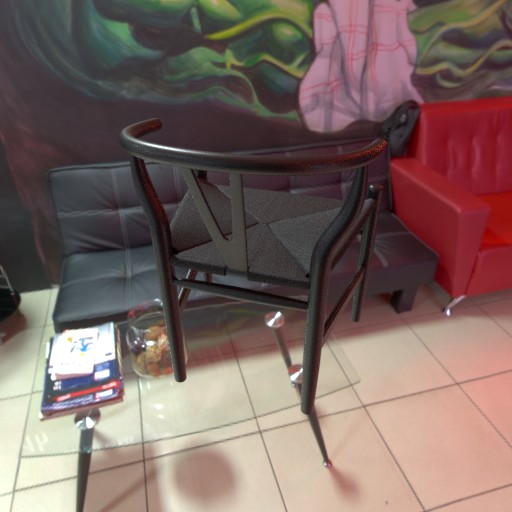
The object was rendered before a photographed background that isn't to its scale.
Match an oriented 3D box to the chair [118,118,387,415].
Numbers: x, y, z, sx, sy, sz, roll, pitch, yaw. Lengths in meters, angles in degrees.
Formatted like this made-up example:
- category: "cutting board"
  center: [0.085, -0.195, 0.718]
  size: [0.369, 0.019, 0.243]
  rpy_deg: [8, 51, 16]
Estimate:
- category: "chair"
  center: [0.000, 0.000, 1.128]
  size: [0.569, 0.730, 0.579]
  rpy_deg: [9, 34, 14]
